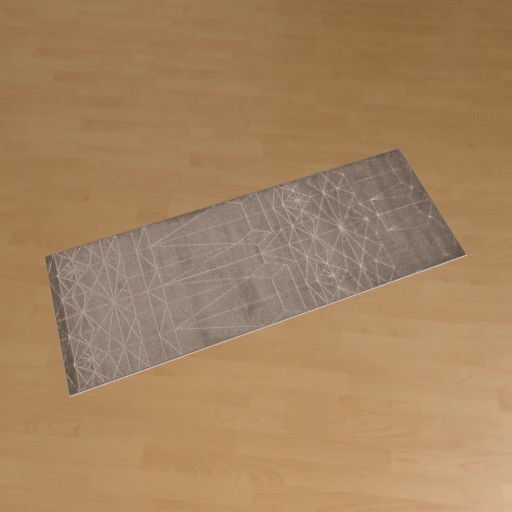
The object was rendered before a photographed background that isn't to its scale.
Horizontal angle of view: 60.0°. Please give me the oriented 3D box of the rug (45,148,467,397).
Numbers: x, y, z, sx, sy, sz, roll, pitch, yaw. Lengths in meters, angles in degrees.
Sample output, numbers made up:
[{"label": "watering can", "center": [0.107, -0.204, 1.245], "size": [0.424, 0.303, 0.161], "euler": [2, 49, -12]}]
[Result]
[{"label": "rug", "center": [0.000, 0.000, 2.664], "size": [2.388, 0.012, 0.864], "euler": [-18, 66, -8]}]
